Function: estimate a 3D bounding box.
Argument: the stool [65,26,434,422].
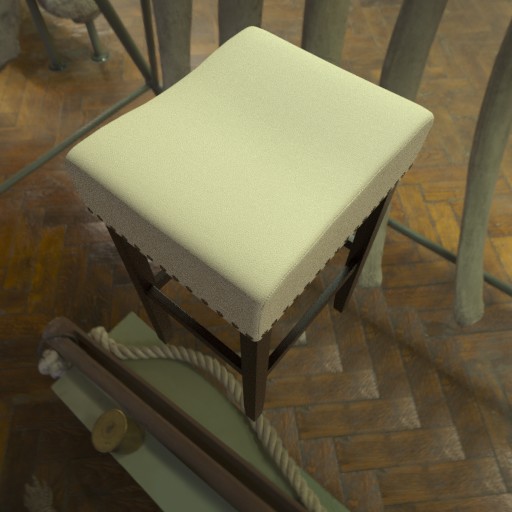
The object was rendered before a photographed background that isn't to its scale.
[{"bbox_3d":[0.000,0.000,1.018,0.401,0.762,0.471,35,65,20],"label":"stool"}]
